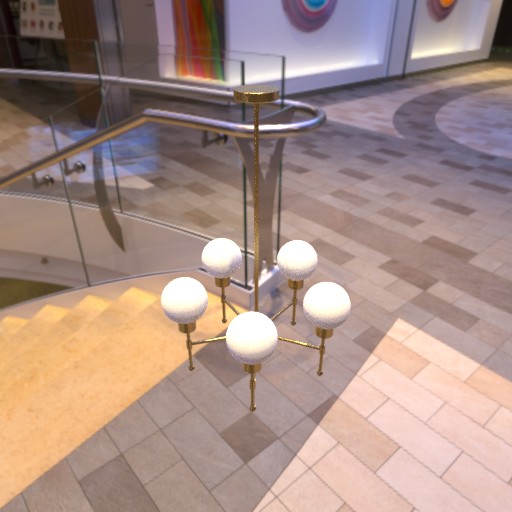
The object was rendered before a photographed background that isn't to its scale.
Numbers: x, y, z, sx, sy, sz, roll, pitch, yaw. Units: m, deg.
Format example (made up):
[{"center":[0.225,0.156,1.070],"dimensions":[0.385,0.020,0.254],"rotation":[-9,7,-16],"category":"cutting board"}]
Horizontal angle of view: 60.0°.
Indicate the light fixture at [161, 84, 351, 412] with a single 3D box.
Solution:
[{"center":[0.000,0.000,1.870],"dimensions":[0.815,1.331,0.785],"rotation":[2,31,3],"category":"light fixture"}]
